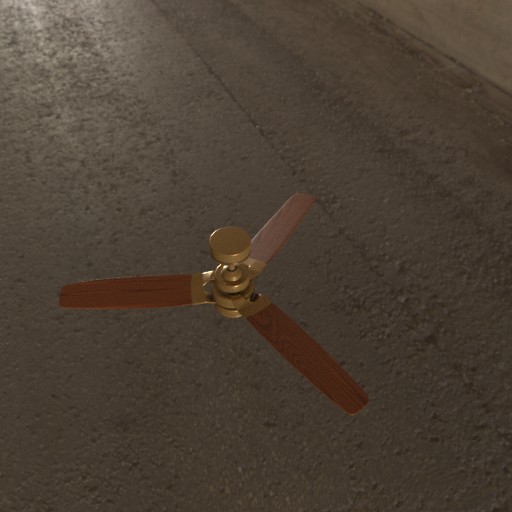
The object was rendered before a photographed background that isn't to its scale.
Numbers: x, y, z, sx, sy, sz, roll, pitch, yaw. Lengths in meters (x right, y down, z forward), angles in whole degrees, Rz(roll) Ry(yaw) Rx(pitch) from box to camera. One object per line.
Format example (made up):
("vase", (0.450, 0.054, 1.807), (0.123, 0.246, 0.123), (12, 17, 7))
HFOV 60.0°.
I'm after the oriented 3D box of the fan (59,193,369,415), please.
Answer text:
("fan", (0.000, 0.000, 2.073), (1.416, 0.425, 1.271), (23, 50, 20))
